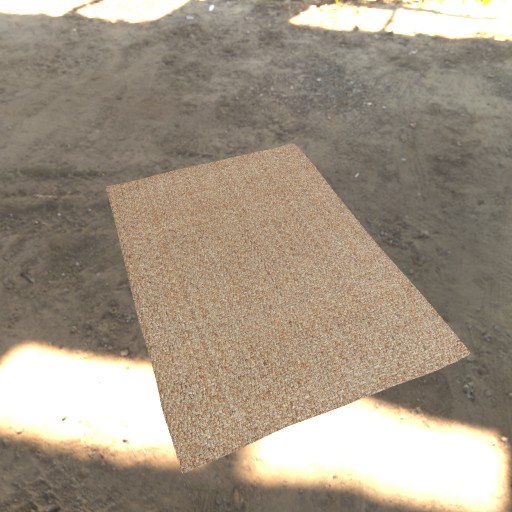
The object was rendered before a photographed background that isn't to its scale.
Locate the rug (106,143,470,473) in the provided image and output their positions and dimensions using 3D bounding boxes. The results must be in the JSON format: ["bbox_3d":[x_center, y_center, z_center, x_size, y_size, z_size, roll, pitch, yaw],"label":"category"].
[{"bbox_3d":[0.000,0.000,2.752,1.566,0.013,2.141,-16,48,-15],"label":"rug"}]
